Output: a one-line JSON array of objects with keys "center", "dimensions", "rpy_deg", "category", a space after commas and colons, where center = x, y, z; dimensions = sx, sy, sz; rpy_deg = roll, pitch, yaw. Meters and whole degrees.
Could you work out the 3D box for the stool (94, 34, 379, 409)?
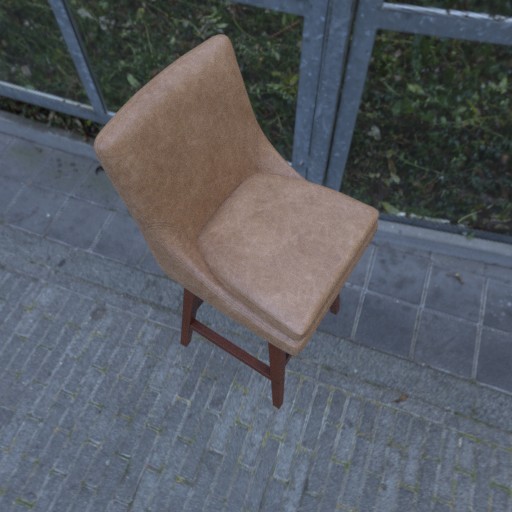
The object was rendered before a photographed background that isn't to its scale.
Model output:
[{"center": [0.000, 0.000, 1.386], "dimensions": [0.572, 1.079, 0.487], "rpy_deg": [29, 63, 16], "category": "stool"}]
